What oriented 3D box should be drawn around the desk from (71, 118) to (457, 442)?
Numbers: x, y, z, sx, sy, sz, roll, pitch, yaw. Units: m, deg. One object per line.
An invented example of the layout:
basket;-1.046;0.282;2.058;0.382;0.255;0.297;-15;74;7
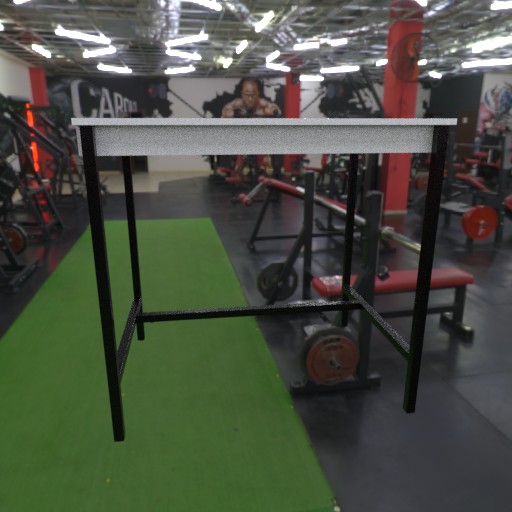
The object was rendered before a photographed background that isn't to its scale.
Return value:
desk;0.000;0.000;1.300;0.811;0.766;0.573;-2;17;-8
